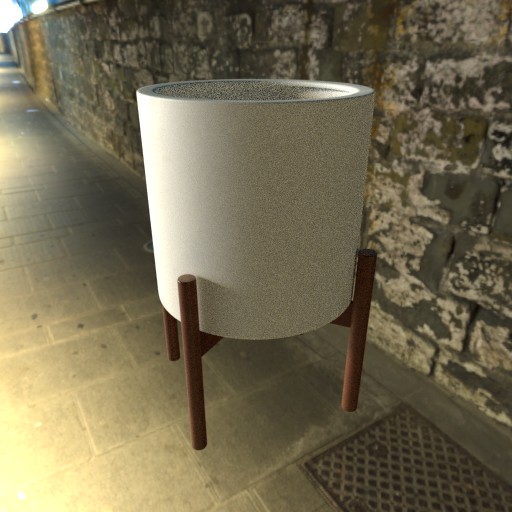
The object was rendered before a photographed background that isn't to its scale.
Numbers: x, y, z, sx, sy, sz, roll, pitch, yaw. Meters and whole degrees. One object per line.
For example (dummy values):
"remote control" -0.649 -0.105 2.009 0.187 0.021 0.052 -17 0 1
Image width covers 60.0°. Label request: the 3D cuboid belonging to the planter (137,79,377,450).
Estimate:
"planter" 0.000 0.000 0.941 0.417 0.670 0.417 -8 27 -17
